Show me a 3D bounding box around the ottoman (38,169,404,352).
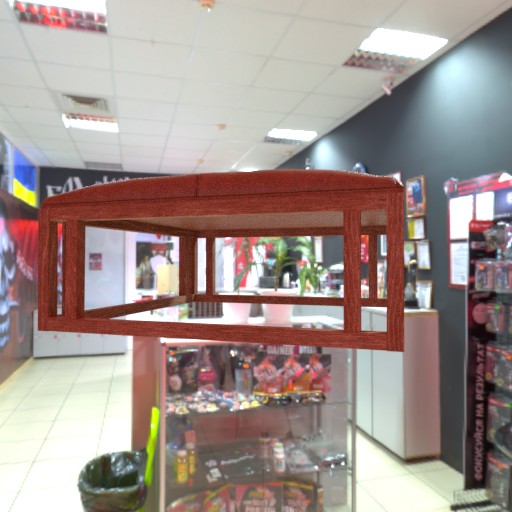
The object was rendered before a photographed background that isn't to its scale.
[{"bbox_3d":[0.000,0.000,1.616,1.013,0.442,1.016,0,-1,18],"label":"ottoman"}]
